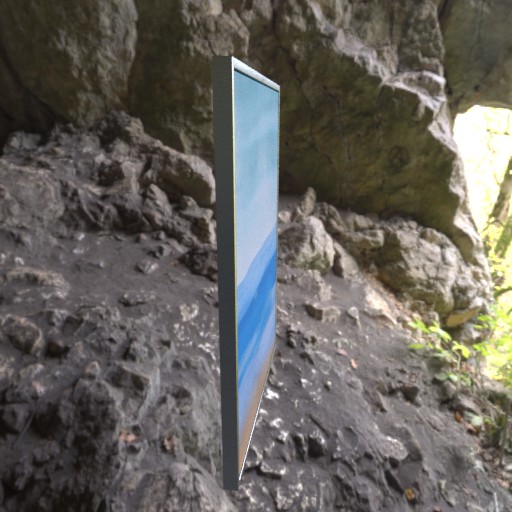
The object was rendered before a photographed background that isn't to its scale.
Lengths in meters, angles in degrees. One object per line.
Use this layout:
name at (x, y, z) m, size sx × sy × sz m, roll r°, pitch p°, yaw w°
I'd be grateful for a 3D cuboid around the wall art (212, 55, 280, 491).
wall art at (0.000, 0.000, 1.403) m, size 0.041 × 1.062 × 0.803 m, roll 3°, pitch 17°, yaw 9°
